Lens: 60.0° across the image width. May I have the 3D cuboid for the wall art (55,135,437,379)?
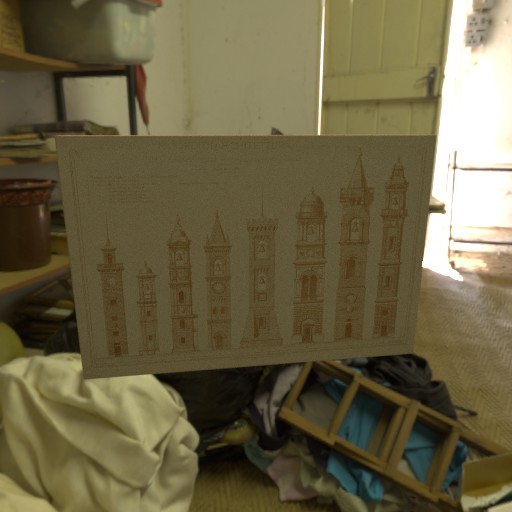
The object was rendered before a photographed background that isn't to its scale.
[{"bbox_3d":[0.000,0.000,0.775,0.609,0.407,0.039,-2,16,-8],"label":"wall art"}]
